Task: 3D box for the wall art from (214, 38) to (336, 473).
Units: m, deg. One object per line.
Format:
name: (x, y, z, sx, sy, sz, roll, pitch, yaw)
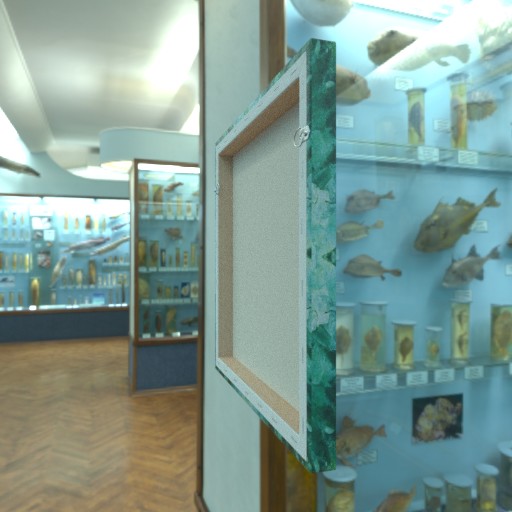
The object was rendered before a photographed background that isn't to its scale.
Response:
wall art: (0.000, 0.000, 0.757, 0.038, 0.508, 0.507, 0, 0, -18)
